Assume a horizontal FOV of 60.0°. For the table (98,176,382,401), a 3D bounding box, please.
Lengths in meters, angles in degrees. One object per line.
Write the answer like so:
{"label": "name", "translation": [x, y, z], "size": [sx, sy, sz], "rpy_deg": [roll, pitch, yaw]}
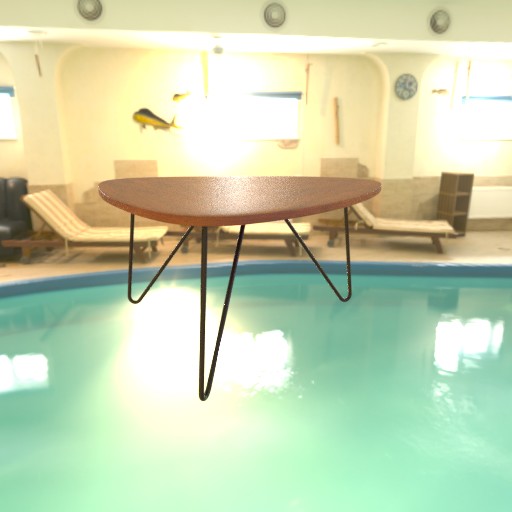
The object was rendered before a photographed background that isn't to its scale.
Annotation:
{"label": "table", "translation": [0.000, 0.000, 1.304], "size": [0.821, 0.413, 0.833], "rpy_deg": [-8, 17, -27]}
